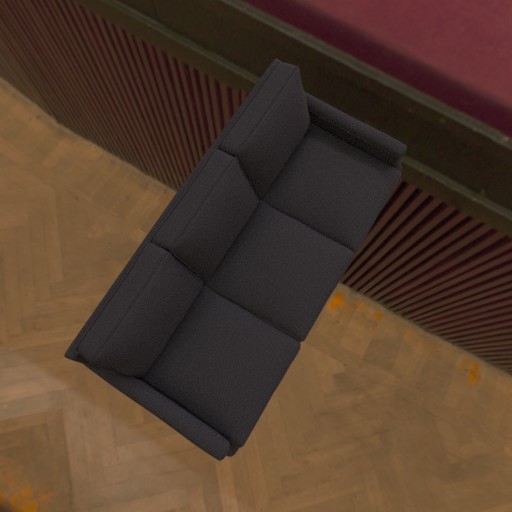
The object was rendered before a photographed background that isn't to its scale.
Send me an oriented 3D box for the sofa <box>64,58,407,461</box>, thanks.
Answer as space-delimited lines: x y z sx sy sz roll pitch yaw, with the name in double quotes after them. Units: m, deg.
0.000 0.000 2.832 1.084 1.003 2.246 31 78 7 "sofa"
